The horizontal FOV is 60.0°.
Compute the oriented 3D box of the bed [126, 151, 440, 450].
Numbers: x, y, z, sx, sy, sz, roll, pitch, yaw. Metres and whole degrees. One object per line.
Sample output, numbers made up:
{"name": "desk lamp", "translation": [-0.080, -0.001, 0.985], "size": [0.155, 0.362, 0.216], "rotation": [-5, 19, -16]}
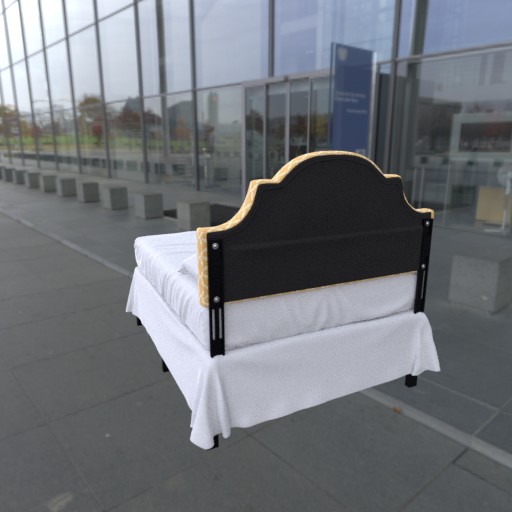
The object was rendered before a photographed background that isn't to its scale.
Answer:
{"name": "bed", "translation": [0.000, 0.000, 3.462], "size": [1.780, 1.633, 2.222], "rotation": [-7, 16, -25]}
